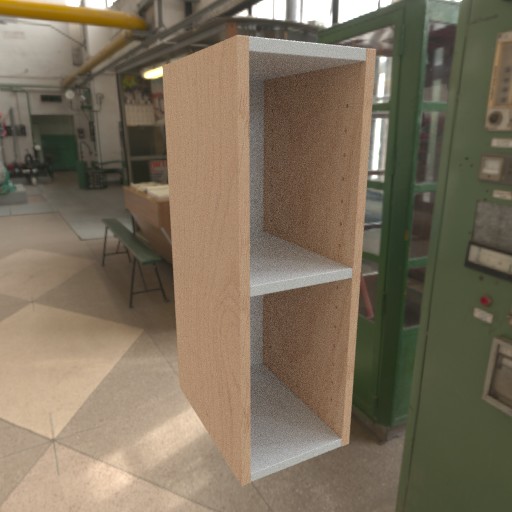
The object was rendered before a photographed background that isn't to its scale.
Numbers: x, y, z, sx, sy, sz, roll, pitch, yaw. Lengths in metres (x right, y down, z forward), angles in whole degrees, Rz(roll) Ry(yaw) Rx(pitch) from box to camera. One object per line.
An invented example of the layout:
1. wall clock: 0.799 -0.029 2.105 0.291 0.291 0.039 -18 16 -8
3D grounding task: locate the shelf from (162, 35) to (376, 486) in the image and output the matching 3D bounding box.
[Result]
1. shelf: 0.000 0.000 0.731 0.200 0.600 0.290 -8 18 -26
